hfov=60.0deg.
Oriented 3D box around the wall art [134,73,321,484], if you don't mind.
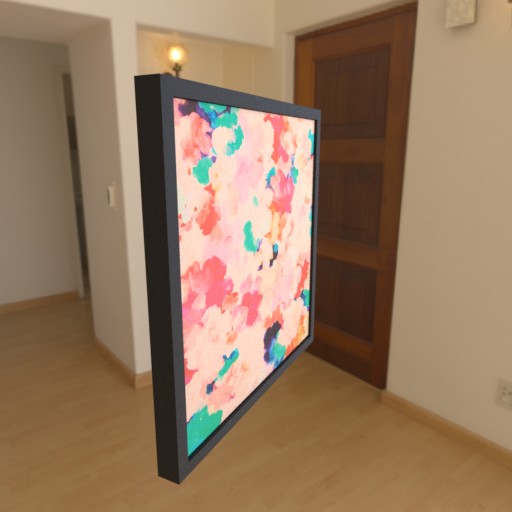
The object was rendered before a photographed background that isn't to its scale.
[{"bbox_3d":[0.000,0.000,0.747,0.036,0.503,0.506,7,15,26],"label":"wall art"}]
